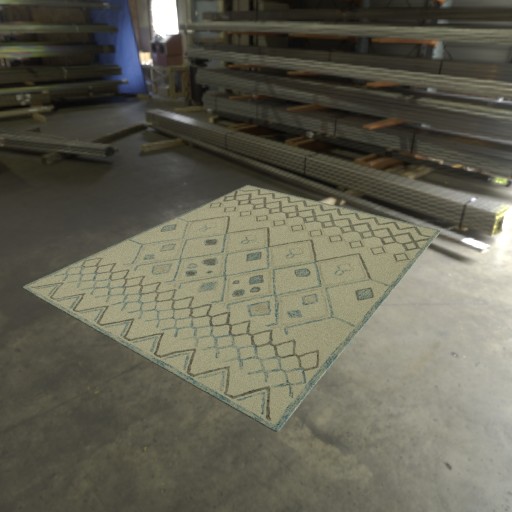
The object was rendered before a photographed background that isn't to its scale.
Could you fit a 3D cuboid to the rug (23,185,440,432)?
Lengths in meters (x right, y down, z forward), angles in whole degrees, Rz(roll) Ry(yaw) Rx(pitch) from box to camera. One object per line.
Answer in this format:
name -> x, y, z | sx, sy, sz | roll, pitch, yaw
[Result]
rug -> 0.000, 0.000, 4.026 | 2.441, 0.013, 3.056 | 18, 33, 31
